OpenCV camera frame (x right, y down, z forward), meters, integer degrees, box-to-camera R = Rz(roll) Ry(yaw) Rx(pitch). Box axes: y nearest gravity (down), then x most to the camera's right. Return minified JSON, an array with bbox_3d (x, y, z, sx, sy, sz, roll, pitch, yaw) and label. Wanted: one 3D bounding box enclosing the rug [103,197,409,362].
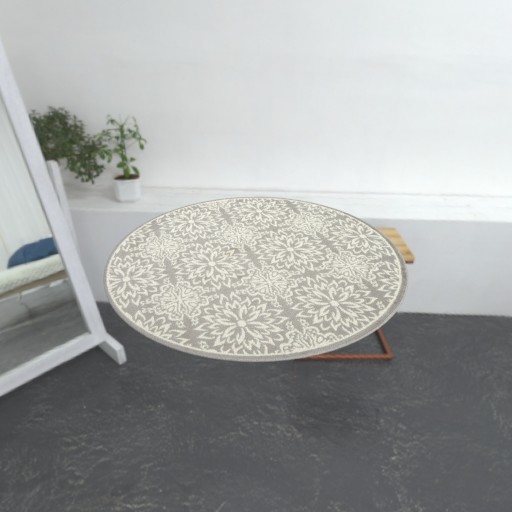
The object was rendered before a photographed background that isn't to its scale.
[{"bbox_3d":[0.000,0.000,2.411,1.593,0.012,1.593,0,31,0],"label":"rug"}]
